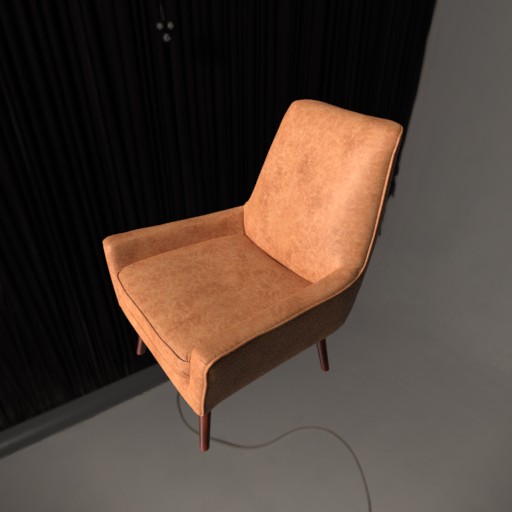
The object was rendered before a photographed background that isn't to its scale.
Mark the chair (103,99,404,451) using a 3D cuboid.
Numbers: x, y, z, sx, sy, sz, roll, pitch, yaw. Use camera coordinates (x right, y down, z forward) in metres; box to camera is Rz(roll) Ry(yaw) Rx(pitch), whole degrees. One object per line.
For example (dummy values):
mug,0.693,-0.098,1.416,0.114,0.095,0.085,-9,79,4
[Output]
chair,0.000,0.000,1.516,0.851,0.883,0.753,-20,36,-29
